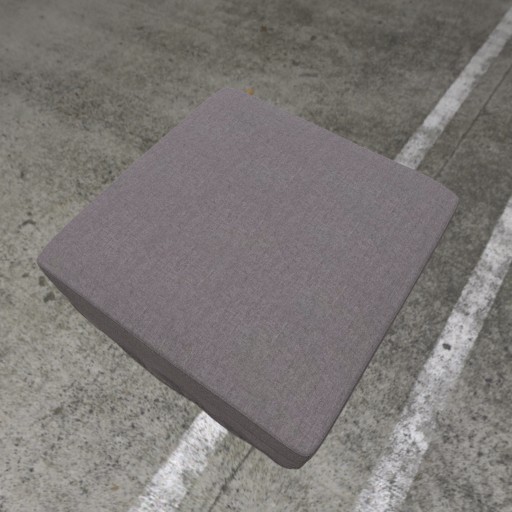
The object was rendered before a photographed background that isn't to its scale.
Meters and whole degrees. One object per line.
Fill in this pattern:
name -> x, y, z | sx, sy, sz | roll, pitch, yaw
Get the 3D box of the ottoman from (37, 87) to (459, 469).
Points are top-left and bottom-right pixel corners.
ottoman -> 0.000, 0.000, 1.307 | 0.843, 0.436, 0.840 | 31, 63, 17
